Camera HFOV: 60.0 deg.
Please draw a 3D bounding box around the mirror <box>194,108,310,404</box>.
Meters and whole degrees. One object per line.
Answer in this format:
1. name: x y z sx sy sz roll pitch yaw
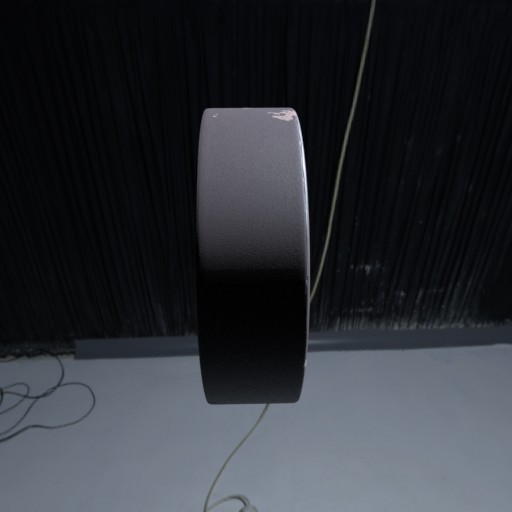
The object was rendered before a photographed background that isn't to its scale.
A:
1. mirror: 0.000 0.000 0.610 0.126 0.386 0.386 -1 34 -1
